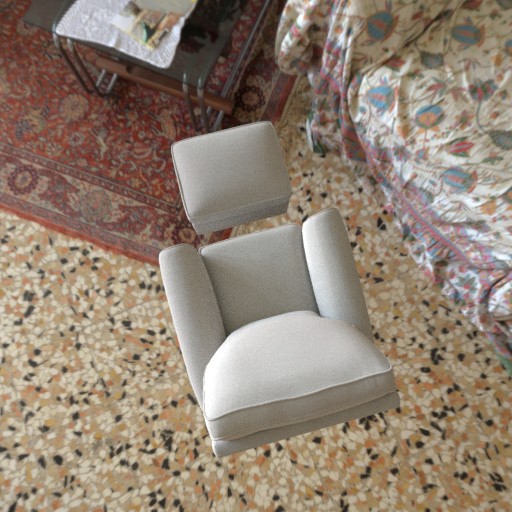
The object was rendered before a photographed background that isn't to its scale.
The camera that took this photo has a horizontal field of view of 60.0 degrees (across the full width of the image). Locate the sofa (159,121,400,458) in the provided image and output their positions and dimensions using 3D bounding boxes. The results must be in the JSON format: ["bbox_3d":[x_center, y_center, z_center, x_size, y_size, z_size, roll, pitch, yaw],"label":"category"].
[{"bbox_3d":[0.000,0.000,2.045,0.880,0.959,1.478,-14,77,-3],"label":"sofa"}]
